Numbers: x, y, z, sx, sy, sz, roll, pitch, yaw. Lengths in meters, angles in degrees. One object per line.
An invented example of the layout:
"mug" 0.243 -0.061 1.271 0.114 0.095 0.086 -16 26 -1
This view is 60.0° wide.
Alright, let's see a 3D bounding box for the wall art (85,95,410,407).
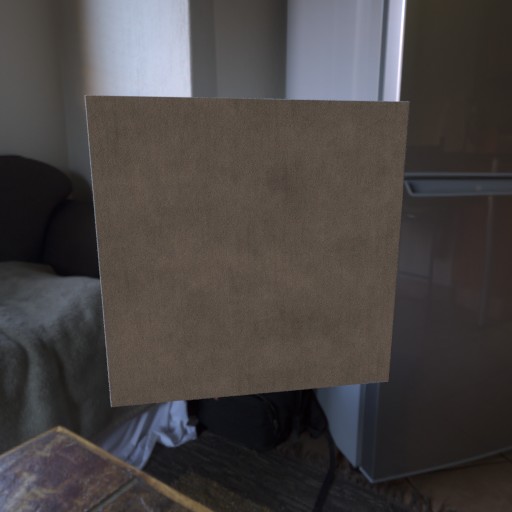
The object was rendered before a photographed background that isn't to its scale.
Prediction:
"wall art" 0.000 0.000 0.677 0.455 0.453 0.023 -2 14 -10
